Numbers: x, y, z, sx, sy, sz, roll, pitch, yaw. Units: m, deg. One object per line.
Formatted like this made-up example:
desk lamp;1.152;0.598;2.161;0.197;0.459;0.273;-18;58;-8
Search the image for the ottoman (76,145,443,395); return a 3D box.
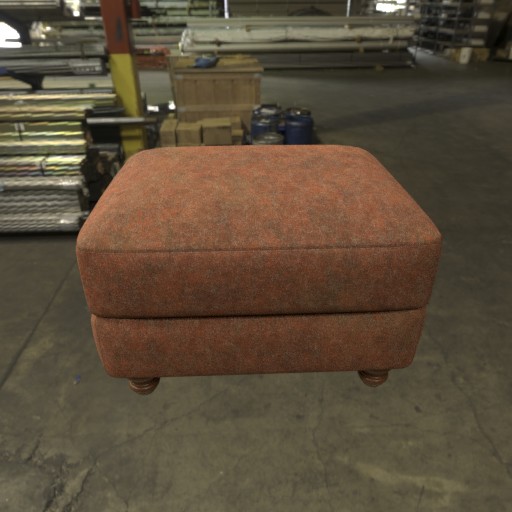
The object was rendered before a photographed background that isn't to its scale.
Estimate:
ottoman;0.000;0.000;1.197;0.787;0.508;0.635;-1;30;-2
